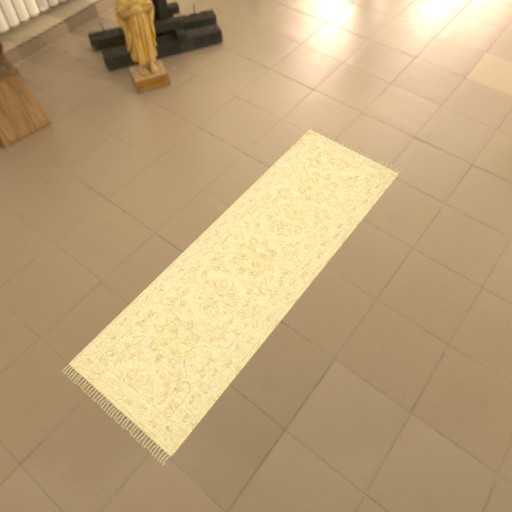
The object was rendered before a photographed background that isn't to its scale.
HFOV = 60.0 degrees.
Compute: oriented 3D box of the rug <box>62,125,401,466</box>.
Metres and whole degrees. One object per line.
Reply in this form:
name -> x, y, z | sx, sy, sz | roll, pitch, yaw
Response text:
rug -> 0.000, 0.000, 2.895 | 0.795, 0.015, 2.544 | 33, 63, 19
